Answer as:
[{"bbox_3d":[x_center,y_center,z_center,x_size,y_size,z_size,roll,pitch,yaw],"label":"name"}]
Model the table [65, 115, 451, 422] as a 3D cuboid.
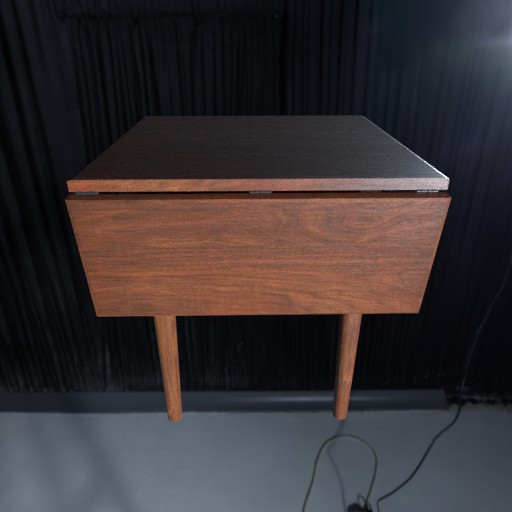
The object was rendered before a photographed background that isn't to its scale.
[{"bbox_3d":[0.000,0.000,1.460,0.812,0.763,0.843,0,27,-1],"label":"table"}]
